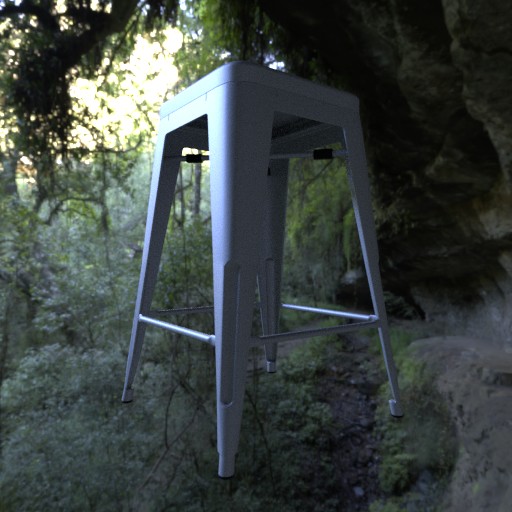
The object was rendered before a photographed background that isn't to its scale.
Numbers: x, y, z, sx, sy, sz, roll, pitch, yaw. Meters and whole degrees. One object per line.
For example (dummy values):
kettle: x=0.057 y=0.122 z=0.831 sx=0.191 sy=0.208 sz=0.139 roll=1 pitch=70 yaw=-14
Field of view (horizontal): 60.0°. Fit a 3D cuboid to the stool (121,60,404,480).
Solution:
stool: x=0.000 y=0.000 z=0.879 sx=0.406 sy=0.610 sz=0.406 roll=0 pitch=0 yaw=-36
